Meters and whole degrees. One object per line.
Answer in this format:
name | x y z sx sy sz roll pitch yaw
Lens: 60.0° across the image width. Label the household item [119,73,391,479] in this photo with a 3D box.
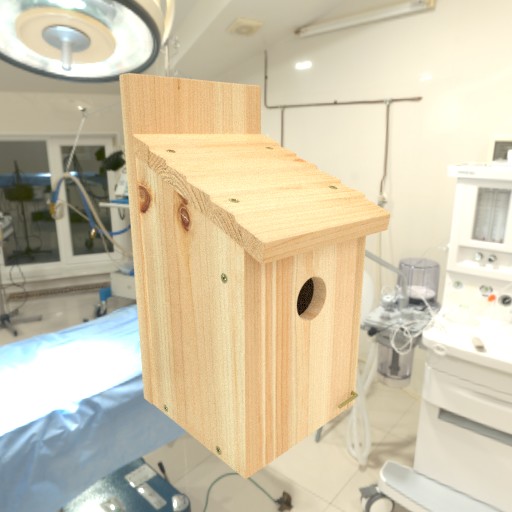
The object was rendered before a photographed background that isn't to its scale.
household item | 0.000 0.000 0.390 0.149 0.300 0.171 -14 21 -42
